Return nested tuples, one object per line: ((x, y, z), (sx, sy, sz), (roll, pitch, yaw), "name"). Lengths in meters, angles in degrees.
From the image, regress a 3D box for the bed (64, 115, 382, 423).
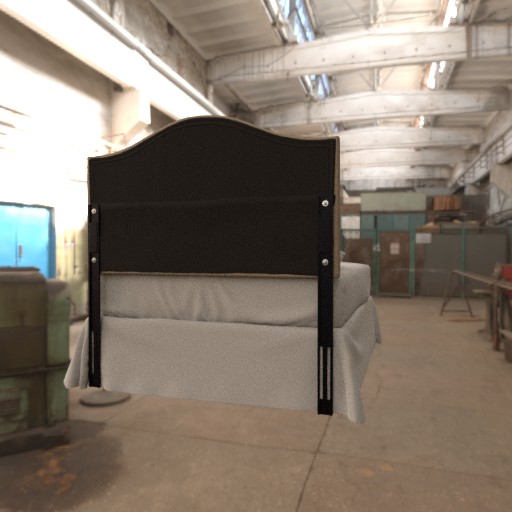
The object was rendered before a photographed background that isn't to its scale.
((0.000, 0.000, 3.517), (1.876, 1.645, 2.221), (0, 1, 19), "bed")
